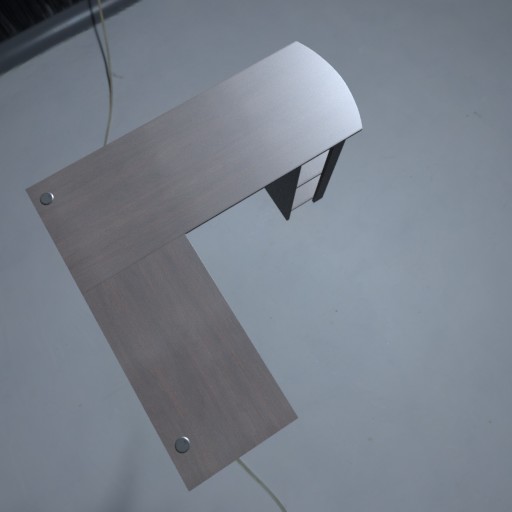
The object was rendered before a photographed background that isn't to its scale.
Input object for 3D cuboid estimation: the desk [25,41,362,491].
[{"bbox_3d":[0.000,0.000,2.074,1.361,0.716,1.303,-31,78,-7],"label":"desk"}]
